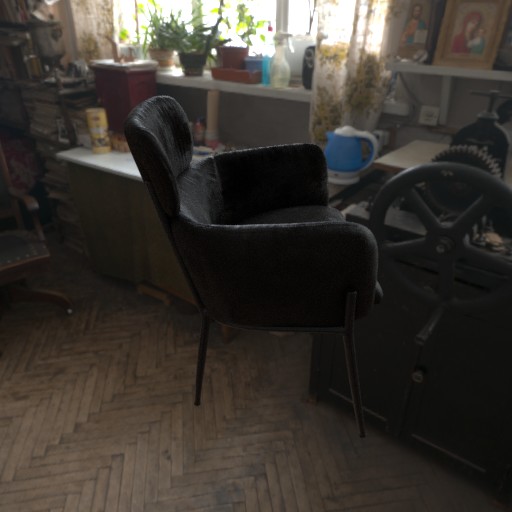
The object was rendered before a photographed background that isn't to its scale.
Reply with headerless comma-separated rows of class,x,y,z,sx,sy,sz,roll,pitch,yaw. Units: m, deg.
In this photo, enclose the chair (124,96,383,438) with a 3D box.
chair,0.000,0.000,1.260,0.604,0.818,0.640,-1,30,-3
